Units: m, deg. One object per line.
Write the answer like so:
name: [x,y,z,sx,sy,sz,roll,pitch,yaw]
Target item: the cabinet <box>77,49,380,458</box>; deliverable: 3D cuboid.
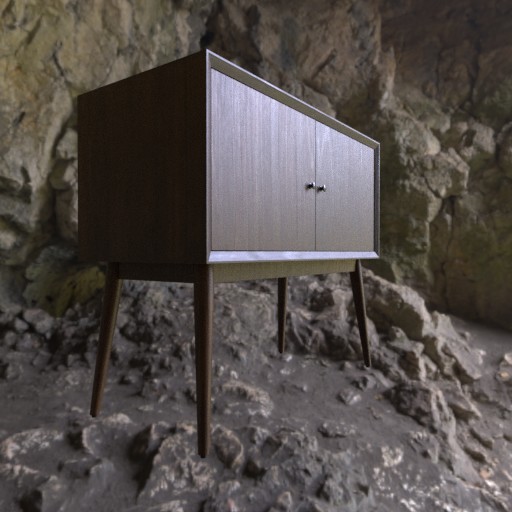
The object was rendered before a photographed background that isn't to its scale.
cabinet: [0.000,0.000,1.098,0.354,0.654,0.743,0,1,36]
